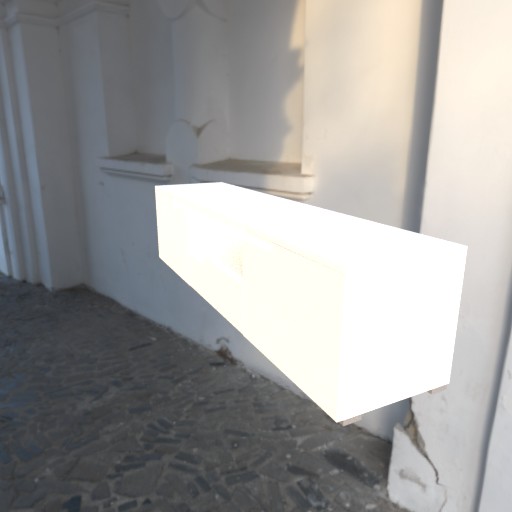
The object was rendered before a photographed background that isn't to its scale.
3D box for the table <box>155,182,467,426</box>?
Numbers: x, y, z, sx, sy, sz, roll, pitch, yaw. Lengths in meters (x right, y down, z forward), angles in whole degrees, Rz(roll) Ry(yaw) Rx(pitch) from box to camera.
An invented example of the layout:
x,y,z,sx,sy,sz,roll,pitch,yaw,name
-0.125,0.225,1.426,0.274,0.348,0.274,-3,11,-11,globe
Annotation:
x,y,z,sx,sy,sz,roll,pitch,yaw,name
0.000,0.000,1.824,0.390,0.420,1.650,-8,18,-26,table
